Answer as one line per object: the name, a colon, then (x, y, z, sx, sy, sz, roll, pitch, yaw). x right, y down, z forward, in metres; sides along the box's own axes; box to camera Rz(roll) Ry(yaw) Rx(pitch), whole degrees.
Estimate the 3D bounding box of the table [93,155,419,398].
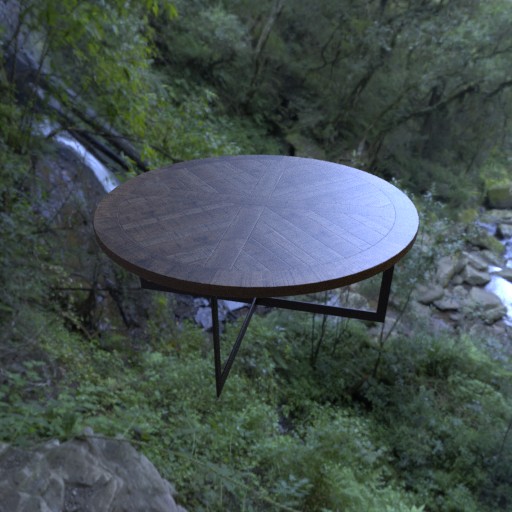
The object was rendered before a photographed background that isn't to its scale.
table: (0.000, 0.000, 1.926, 1.264, 0.516, 1.264, 0, 30, 0)
